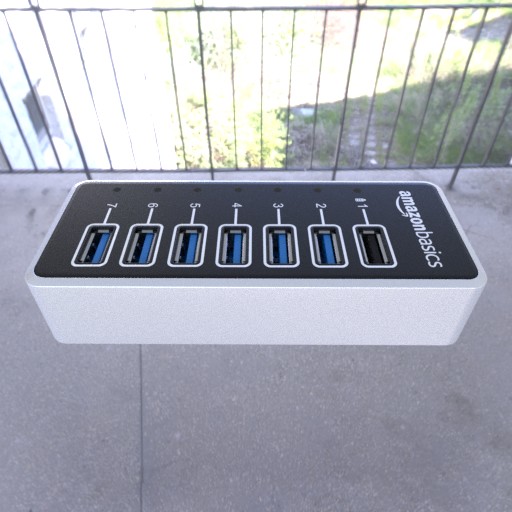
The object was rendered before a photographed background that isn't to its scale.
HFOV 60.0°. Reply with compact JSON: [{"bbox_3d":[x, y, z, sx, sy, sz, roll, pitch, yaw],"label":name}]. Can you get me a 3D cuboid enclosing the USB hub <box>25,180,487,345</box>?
[{"bbox_3d":[0.000,0.000,0.126,0.110,0.023,0.044,0,43,0],"label":"USB hub"}]
